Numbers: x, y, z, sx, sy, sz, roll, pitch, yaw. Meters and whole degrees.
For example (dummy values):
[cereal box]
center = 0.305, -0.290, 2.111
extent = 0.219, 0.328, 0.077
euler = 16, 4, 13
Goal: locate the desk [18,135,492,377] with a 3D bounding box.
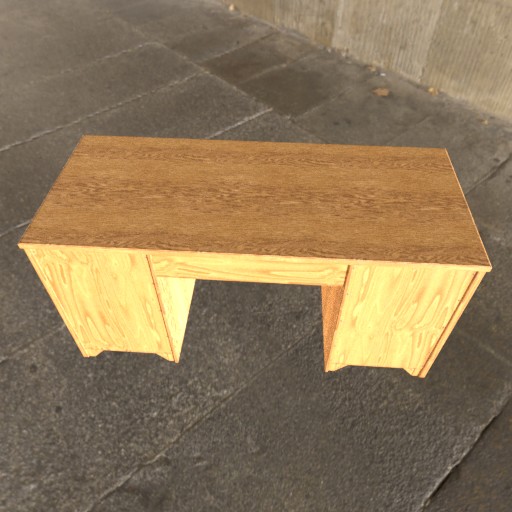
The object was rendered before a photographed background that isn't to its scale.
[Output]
[desk]
center = 0.000, 0.000, 1.965
extent = 1.567, 0.751, 0.685
euler = 3, 47, 3
